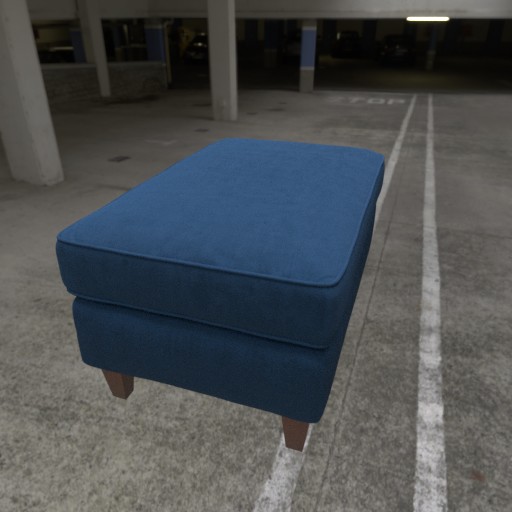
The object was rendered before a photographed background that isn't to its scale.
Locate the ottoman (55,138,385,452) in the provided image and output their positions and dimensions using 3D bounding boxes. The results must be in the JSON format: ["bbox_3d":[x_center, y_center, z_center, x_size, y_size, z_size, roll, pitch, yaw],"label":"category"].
[{"bbox_3d":[0.000,0.000,1.225,0.583,0.484,0.862,10,30,17],"label":"ottoman"}]
